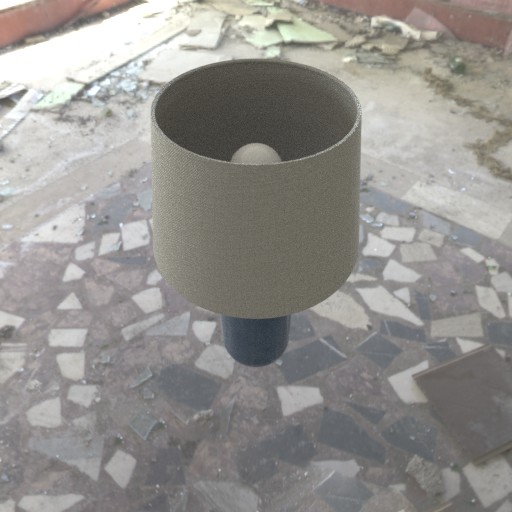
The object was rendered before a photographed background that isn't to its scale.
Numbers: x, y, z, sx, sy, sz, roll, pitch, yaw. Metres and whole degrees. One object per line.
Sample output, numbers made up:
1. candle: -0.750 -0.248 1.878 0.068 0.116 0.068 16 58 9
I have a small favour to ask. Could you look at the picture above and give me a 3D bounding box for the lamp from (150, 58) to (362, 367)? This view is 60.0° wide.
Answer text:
1. lamp: 0.000 0.000 0.580 0.253 0.428 0.253 0 47 0
